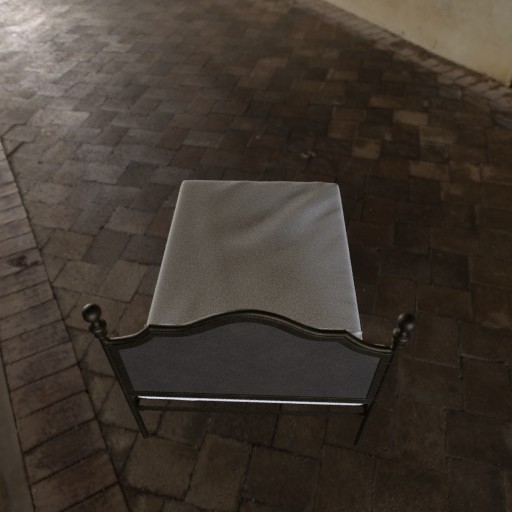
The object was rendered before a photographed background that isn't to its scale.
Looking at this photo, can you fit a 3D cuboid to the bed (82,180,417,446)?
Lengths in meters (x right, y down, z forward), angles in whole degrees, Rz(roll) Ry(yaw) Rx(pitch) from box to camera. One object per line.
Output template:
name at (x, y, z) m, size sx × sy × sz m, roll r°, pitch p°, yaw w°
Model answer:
bed at (0.000, 0.000, 3.241) m, size 1.533 × 1.462 × 2.170 m, roll 1°, pitch 46°, yaw 1°
